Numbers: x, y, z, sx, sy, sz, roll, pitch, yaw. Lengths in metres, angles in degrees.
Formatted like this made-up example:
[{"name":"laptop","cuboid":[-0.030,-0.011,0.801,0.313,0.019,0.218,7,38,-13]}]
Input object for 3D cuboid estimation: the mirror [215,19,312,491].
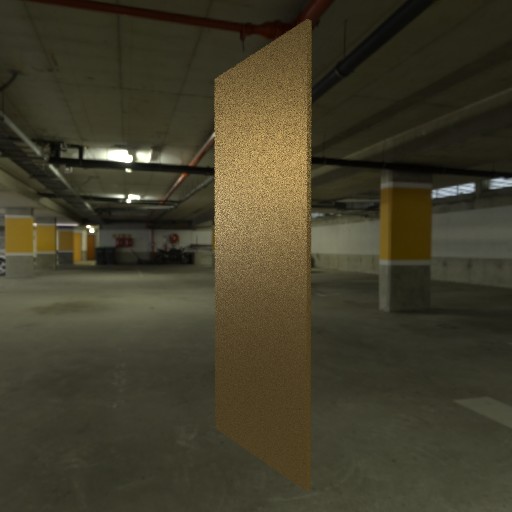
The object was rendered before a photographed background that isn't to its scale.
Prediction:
[{"name":"mirror","cuboid":[0.000,0.000,2.249,0.025,2.031,0.812,-1,1,-34]}]
